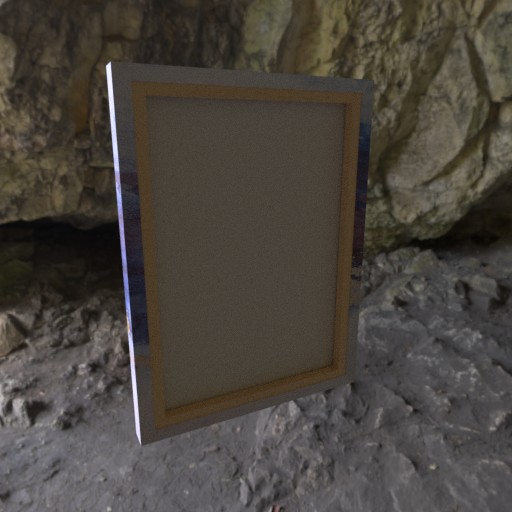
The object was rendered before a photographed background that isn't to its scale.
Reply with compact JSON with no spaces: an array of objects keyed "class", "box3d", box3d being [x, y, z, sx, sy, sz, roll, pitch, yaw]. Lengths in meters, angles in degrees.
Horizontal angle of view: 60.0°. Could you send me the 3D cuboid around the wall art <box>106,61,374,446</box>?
[{"class":"wall art","box3d":[0.000,0.000,0.756,0.437,0.581,0.036,-8,17,-26]}]
